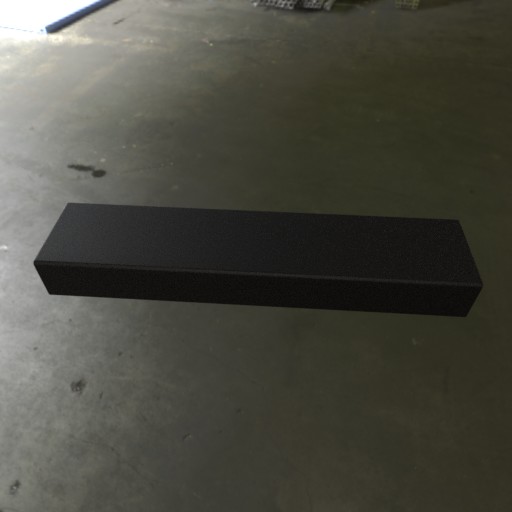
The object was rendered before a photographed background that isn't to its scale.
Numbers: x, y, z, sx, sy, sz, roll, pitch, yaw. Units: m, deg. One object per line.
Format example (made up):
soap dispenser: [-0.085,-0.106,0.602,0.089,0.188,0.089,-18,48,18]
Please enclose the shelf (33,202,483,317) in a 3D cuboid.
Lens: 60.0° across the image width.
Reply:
shelf: [0.000,0.000,0.499,0.456,0.053,0.102,3,46,3]
